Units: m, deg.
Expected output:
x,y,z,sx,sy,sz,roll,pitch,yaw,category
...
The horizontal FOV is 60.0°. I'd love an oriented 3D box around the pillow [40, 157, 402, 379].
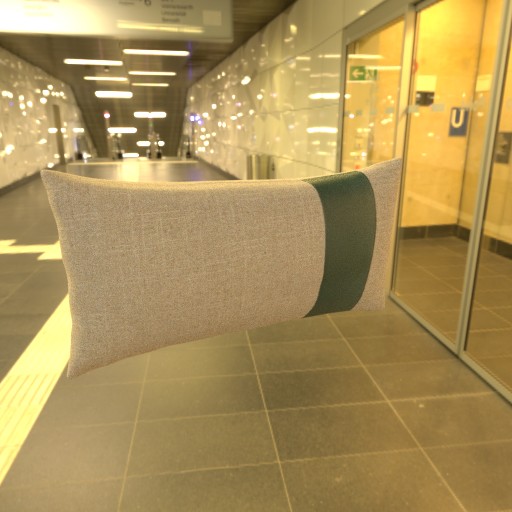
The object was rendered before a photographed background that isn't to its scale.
x,y,z,sx,sy,sz,roll,pitch,yaw,category
0.000,0.000,1.030,0.859,0.429,0.197,-8,18,-26,pillow
